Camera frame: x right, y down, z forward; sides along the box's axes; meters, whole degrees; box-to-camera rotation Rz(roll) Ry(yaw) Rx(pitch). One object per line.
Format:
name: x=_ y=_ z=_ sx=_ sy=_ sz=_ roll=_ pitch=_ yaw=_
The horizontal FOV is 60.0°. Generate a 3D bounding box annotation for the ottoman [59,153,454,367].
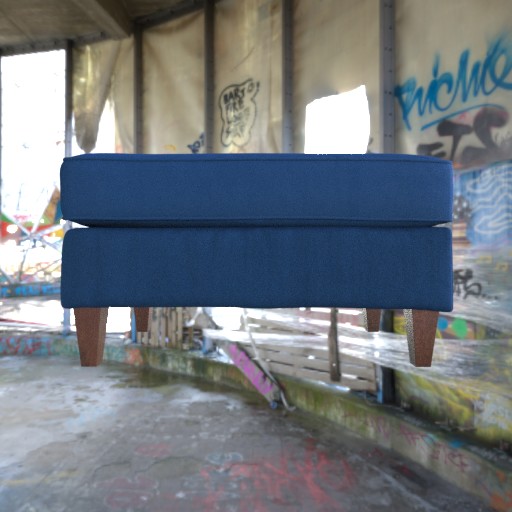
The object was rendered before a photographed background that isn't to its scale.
ottoman: x=0.000 y=0.000 z=1.207 sx=0.862 sy=0.484 sz=0.583 roll=0 pitch=0 yaw=0
